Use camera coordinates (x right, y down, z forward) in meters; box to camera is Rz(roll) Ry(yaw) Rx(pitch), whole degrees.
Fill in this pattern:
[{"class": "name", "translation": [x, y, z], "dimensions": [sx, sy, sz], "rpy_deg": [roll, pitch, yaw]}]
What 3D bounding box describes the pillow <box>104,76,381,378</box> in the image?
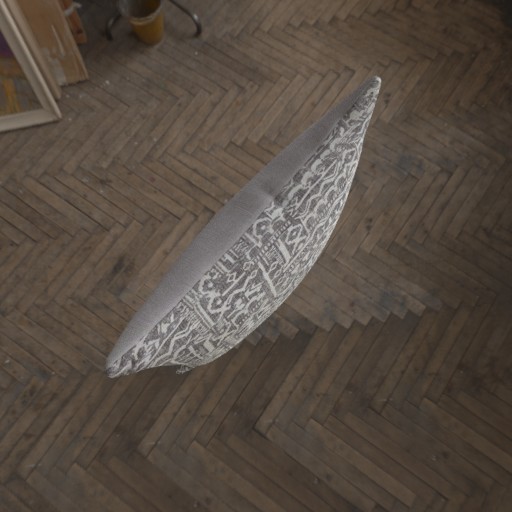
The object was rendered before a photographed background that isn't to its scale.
[{"class": "pillow", "translation": [0.000, 0.000, 0.802], "dimensions": [0.180, 0.487, 0.546], "rpy_deg": [40, 79, 9]}]
